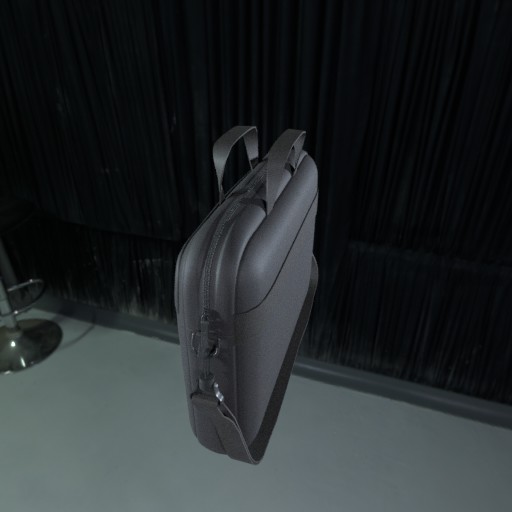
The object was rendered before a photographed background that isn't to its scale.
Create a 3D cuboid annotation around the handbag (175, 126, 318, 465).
[{"bbox_3d":[0.000,0.000,0.589,0.126,0.330,0.429,9,32,14],"label":"handbag"}]
